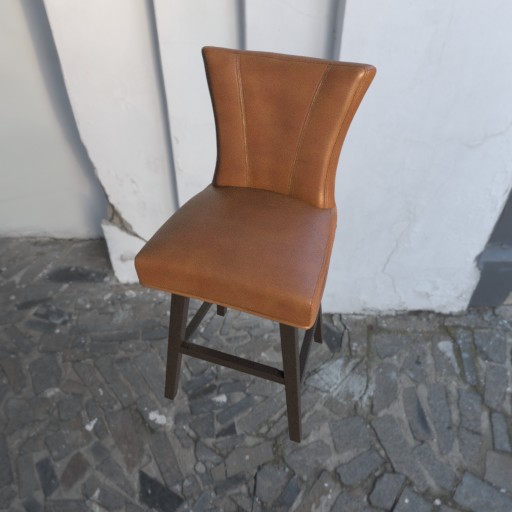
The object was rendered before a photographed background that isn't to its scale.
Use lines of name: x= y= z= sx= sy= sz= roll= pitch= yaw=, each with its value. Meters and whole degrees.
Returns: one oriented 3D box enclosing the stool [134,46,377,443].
stool: x=0.000 y=0.000 z=1.420 sx=0.522 sy=1.094 sz=0.585 roll=13 pitch=43 yaw=14
